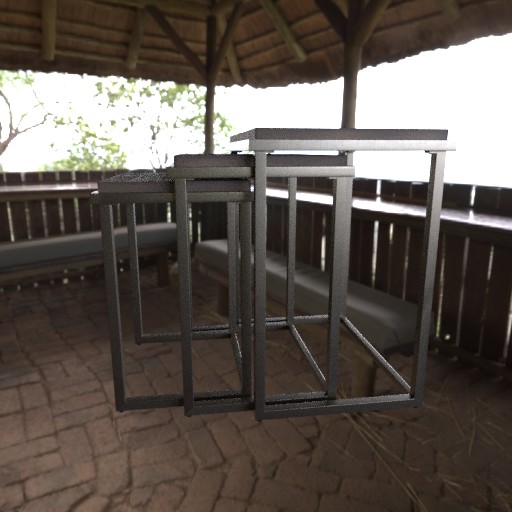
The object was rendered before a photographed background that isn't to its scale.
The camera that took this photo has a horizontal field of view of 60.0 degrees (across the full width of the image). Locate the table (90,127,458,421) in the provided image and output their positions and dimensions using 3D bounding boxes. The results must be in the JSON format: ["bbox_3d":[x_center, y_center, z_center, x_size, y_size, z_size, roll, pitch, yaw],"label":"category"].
[{"bbox_3d":[0.000,0.000,1.140,0.706,0.610,0.559,-2,13,-8],"label":"table"}]
